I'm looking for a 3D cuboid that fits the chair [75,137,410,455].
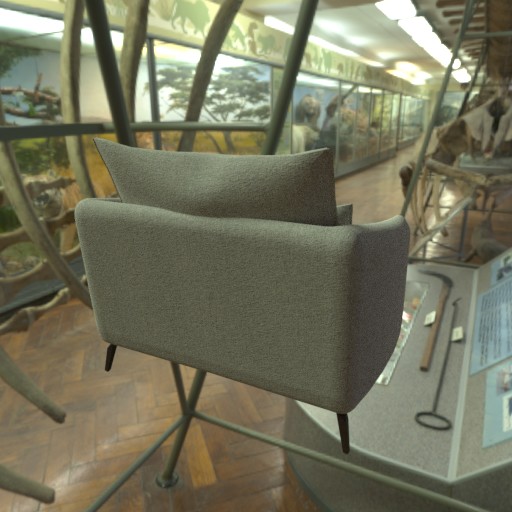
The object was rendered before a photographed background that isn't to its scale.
[{"bbox_3d":[0.000,0.000,1.627,1.029,0.856,0.801,9,20,26],"label":"chair"}]
